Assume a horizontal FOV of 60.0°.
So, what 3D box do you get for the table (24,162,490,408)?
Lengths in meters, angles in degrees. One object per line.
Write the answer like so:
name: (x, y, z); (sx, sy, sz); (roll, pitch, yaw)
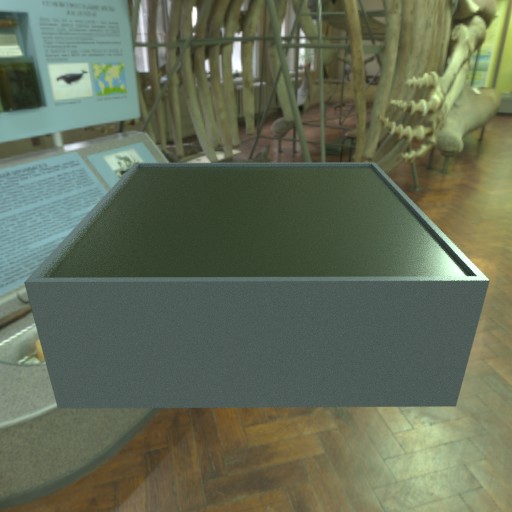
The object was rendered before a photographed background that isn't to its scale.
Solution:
table: (0.000, 0.000, 1.188); (0.801, 0.299, 0.801); (0, 26, 0)
